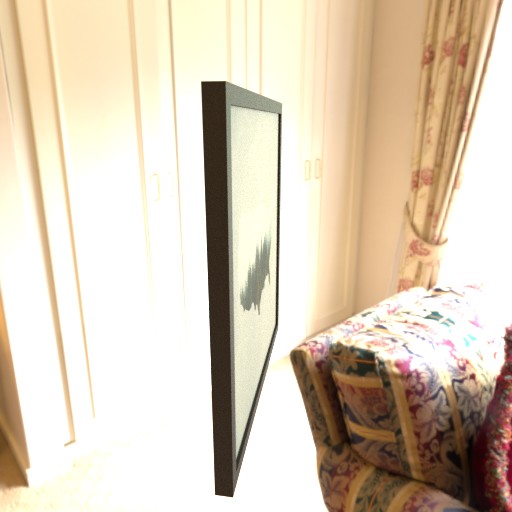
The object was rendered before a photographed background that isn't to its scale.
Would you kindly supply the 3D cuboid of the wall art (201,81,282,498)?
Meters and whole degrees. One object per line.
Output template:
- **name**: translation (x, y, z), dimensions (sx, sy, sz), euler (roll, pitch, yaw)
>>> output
- **wall art**: translation (0.000, 0.000, 1.123), dimensions (0.038, 0.763, 0.763), euler (3, 17, 9)
